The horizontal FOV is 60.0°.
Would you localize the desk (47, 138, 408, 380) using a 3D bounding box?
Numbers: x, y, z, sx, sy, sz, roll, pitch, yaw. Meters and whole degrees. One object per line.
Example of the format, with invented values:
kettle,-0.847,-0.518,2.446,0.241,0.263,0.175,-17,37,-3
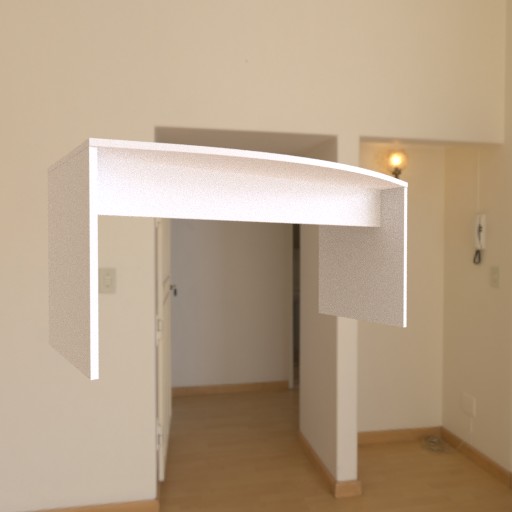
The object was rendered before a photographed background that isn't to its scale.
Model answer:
desk,0.000,0.000,2.026,1.600,0.750,0.802,-1,1,-36
